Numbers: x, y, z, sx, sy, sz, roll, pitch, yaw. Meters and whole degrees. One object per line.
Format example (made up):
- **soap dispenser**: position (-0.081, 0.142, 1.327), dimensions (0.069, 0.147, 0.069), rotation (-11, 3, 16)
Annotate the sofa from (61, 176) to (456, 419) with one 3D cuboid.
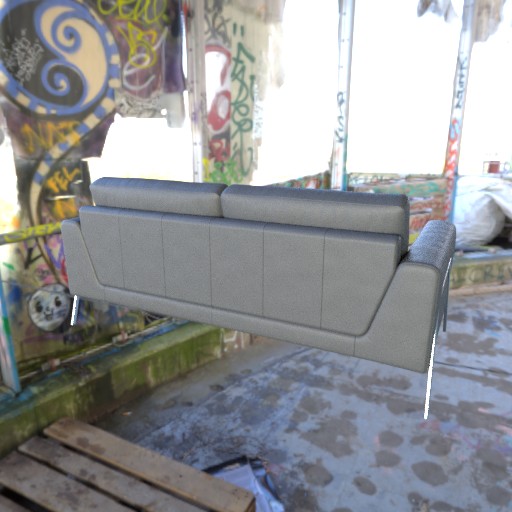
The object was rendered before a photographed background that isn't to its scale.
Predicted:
- **sofa**: position (0.000, 0.000, 2.502), dimensions (2.017, 0.875, 0.953), rotation (8, 17, 26)
